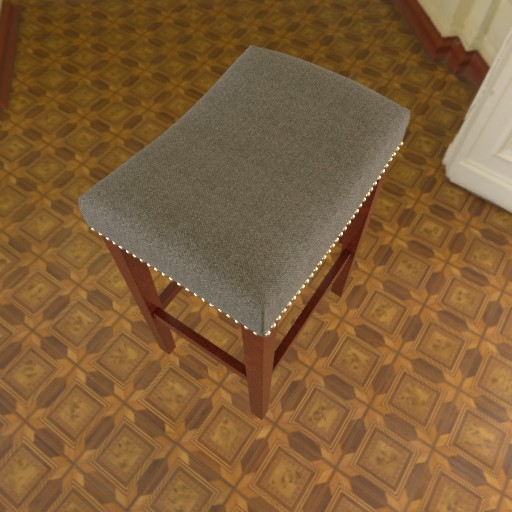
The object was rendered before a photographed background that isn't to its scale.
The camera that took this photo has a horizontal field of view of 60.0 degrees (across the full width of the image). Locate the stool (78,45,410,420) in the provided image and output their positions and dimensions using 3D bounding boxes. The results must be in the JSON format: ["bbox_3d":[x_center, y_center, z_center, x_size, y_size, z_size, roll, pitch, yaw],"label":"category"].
[{"bbox_3d":[0.000,0.000,1.049,0.372,0.742,0.504,30,63,17],"label":"stool"}]
